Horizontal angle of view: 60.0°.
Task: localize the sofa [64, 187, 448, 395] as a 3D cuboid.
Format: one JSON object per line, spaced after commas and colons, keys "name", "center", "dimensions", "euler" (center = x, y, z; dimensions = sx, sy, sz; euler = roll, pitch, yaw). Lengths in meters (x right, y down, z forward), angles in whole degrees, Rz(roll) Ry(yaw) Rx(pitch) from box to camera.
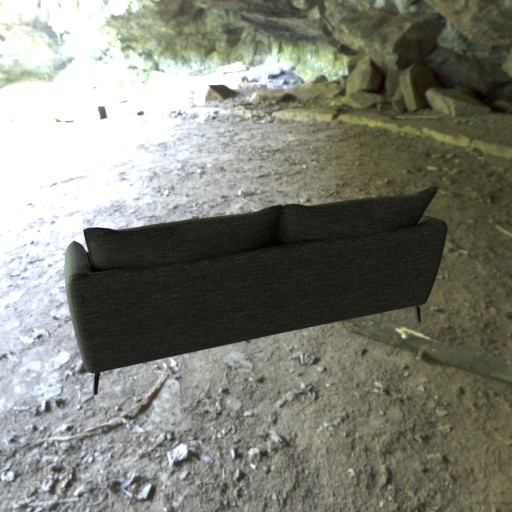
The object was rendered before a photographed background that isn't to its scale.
{"name": "sofa", "center": [0.000, 0.000, 2.474], "dimensions": [2.019, 0.843, 0.807], "euler": [-9, 27, -17]}
